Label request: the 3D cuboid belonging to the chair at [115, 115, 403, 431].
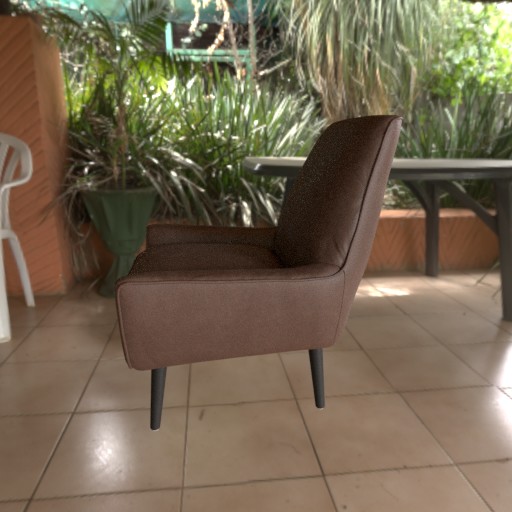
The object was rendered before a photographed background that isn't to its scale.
[{"bbox_3d":[0.000,0.000,1.478,0.824,0.888,0.787,-2,14,-7],"label":"chair"}]
